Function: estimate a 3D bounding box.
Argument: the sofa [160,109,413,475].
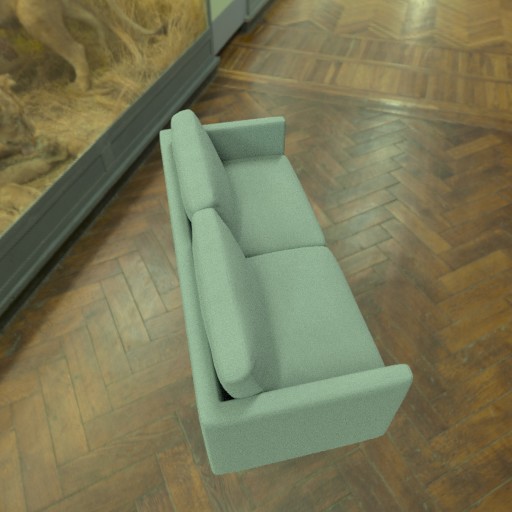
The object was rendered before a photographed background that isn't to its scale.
[{"bbox_3d":[0.000,0.000,2.724,0.951,0.965,2.208,-9,48,-9],"label":"sofa"}]
